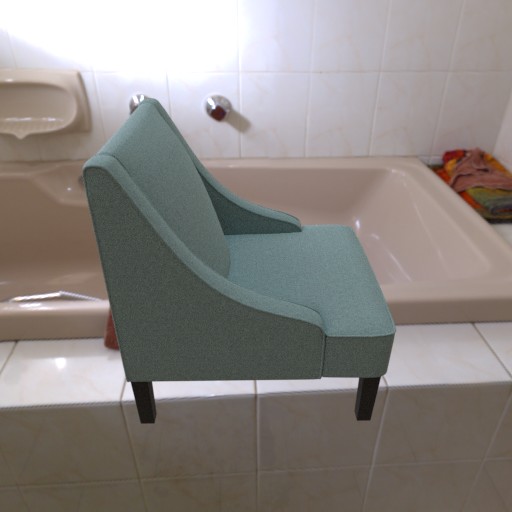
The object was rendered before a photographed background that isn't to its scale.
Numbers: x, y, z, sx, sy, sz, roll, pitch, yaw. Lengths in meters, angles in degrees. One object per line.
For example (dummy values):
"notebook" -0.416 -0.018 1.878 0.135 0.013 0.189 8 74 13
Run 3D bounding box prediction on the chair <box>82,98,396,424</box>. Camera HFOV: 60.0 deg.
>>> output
"chair" 0.000 0.000 1.900 1.025 1.133 0.857 0 32 -1
